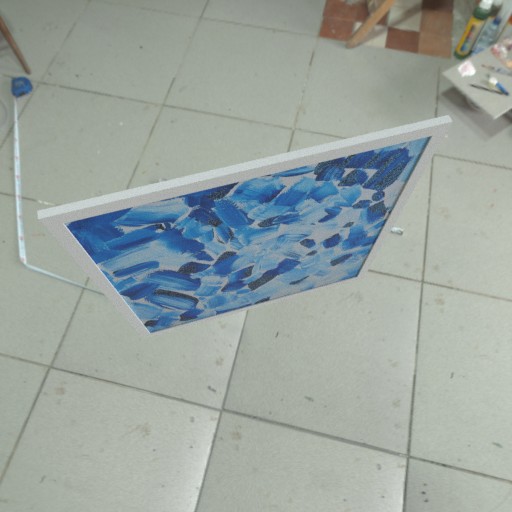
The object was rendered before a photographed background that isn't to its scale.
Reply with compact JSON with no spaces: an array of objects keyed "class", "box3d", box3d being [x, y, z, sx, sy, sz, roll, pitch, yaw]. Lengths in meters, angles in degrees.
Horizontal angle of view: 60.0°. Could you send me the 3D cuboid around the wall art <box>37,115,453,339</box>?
[{"class":"wall art","box3d":[0.000,0.000,0.981,0.660,0.660,0.015,-15,65,-7]}]
